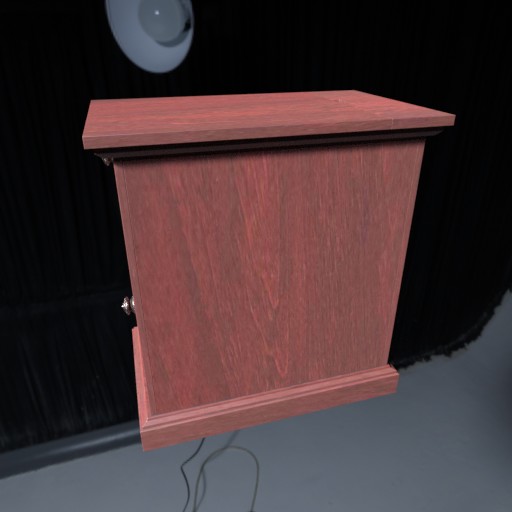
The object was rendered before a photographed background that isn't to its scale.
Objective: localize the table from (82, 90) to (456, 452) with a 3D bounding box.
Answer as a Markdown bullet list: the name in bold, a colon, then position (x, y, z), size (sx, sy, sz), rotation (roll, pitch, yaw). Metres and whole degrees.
- **table**: position (0.000, 0.000, 0.950), size (0.584, 0.612, 0.356), rotation (-8, 28, -15)
